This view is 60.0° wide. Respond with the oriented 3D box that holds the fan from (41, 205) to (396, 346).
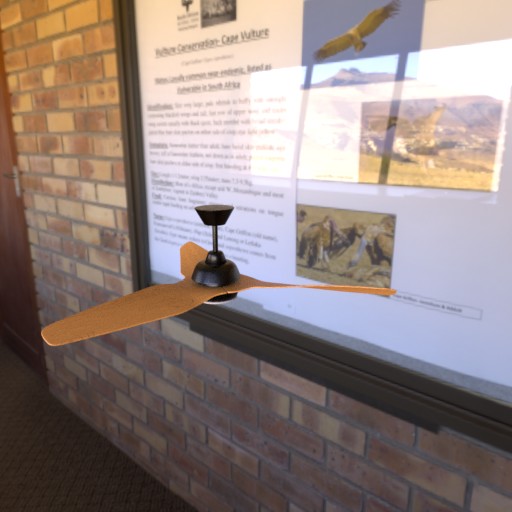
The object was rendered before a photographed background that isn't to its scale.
[{"bbox_3d":[0.000,0.000,1.638,1.010,0.355,1.142,2,15,9],"label":"fan"}]
